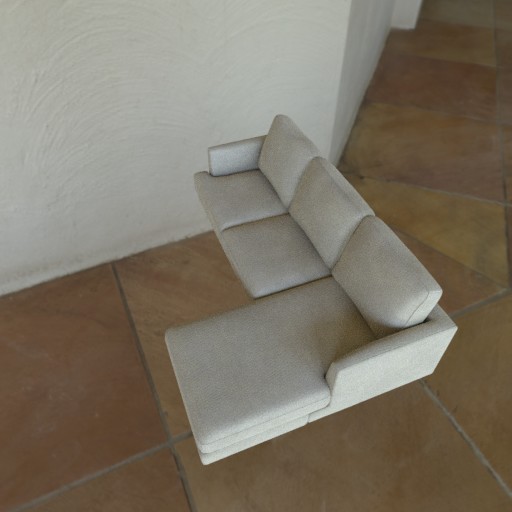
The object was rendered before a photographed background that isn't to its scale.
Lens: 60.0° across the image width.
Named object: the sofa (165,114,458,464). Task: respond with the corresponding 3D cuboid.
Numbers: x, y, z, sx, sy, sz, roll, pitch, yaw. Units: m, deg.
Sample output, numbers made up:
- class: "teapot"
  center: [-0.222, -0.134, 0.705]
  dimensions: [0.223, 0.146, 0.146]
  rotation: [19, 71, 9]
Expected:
- class: "sofa"
  center: [0.000, 0.000, 3.096]
  dimensions: [1.504, 0.956, 2.233]
  rotation: [-16, 48, -15]
